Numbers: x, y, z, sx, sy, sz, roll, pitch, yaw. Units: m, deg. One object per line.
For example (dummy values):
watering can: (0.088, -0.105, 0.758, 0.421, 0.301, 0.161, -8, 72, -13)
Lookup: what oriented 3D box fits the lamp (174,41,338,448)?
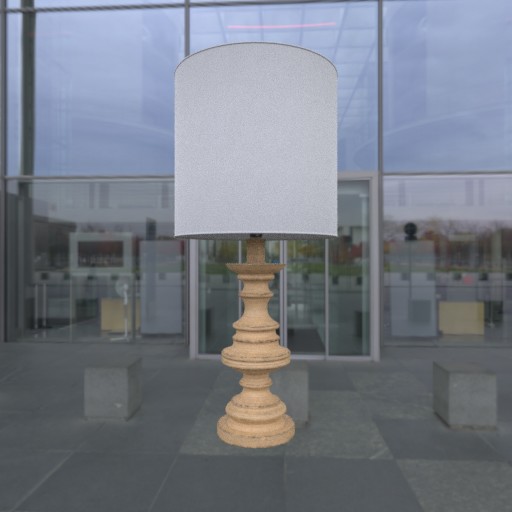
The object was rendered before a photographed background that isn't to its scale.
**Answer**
lamp: (0.000, 0.000, 0.574, 0.208, 0.455, 0.208, 0, 0, 18)
